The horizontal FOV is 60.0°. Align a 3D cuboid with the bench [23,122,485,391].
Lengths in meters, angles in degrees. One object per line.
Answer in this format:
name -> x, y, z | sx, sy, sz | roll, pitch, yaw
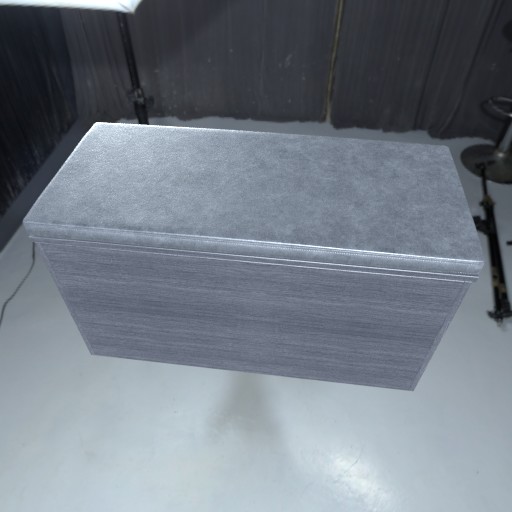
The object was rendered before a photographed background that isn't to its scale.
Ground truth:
bench -> 0.000, 0.000, 1.164 | 0.905, 0.501, 0.401 | 5, 46, 5
